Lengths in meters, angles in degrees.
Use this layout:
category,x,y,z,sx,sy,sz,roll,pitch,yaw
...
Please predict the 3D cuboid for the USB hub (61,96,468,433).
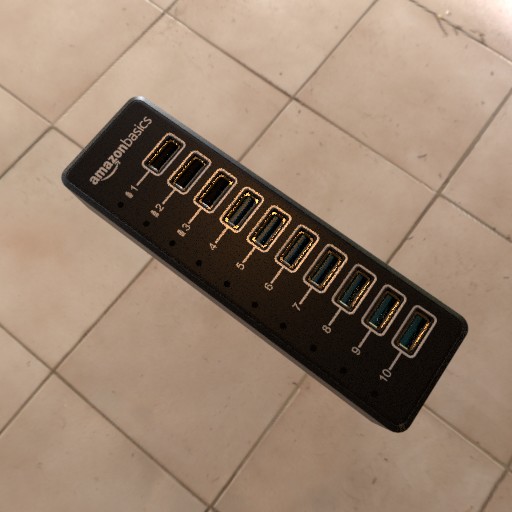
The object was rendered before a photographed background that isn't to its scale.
category,x,y,z,sx,sy,sz,roll,pitch,yaw
USB hub,0.000,0.000,0.161,0.145,0.023,0.044,36,78,8
